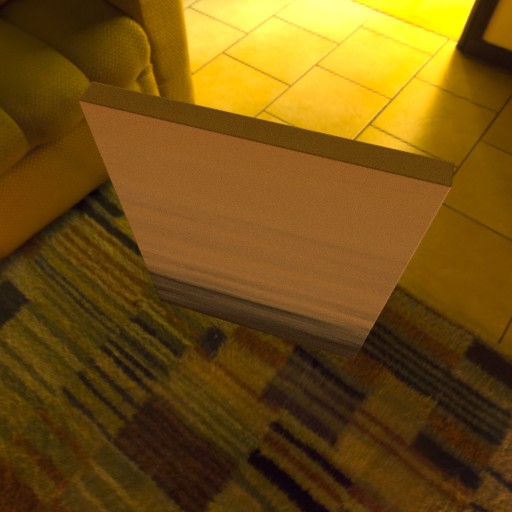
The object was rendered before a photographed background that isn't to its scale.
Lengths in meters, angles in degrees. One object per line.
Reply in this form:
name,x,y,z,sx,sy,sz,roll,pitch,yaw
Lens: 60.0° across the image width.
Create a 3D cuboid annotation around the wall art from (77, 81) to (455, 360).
wall art,0.000,0.000,0.821,0.489,0.608,0.040,15,59,9
